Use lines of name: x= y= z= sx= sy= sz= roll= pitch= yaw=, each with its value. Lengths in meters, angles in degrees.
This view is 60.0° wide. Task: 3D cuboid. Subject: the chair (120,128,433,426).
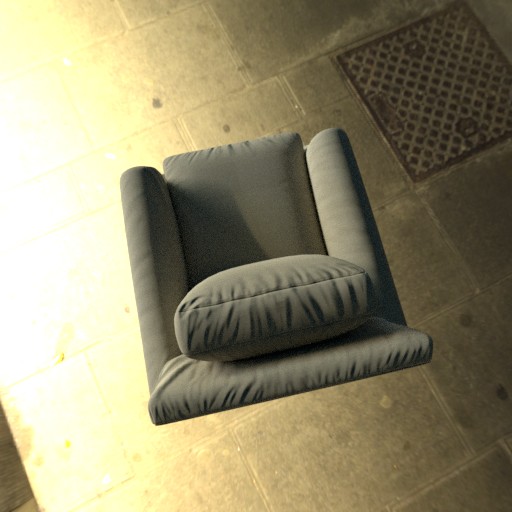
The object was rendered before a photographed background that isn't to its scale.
chair: x=0.000 y=0.000 z=1.732 sx=0.940 sy=0.866 sz=1.066 roll=-12 pitch=76 yaw=-3
